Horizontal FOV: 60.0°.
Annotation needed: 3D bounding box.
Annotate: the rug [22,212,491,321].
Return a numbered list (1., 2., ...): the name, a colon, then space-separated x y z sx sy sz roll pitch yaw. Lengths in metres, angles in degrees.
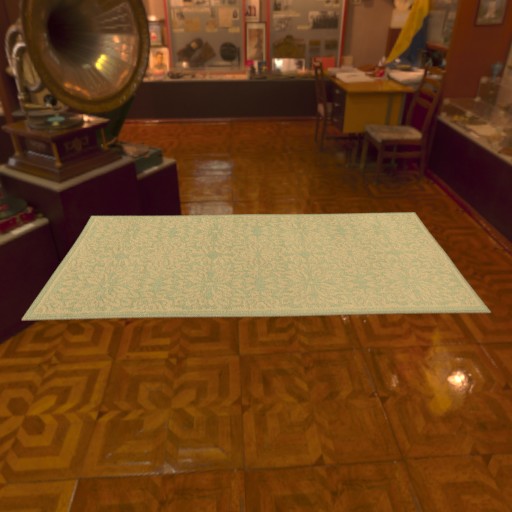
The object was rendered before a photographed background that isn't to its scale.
1. rug: 0.000 0.000 1.407 1.219 0.007 0.604 -1 31 -1
